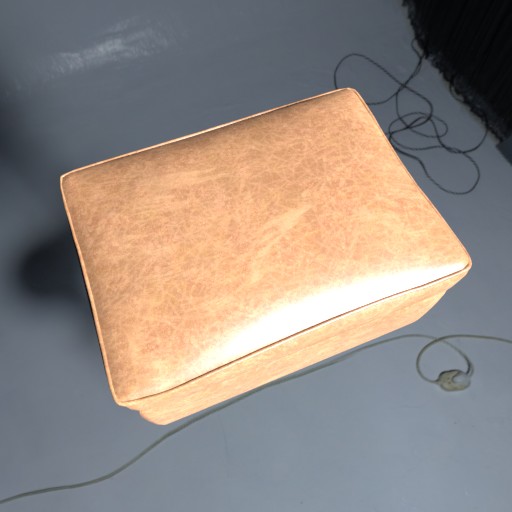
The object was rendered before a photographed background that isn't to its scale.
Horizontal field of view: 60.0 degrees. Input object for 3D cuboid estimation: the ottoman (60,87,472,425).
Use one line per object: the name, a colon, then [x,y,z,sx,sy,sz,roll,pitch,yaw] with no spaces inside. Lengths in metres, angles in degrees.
ottoman: [0.000,0.000,1.100,0.756,0.468,0.554,-20,65,-9]
